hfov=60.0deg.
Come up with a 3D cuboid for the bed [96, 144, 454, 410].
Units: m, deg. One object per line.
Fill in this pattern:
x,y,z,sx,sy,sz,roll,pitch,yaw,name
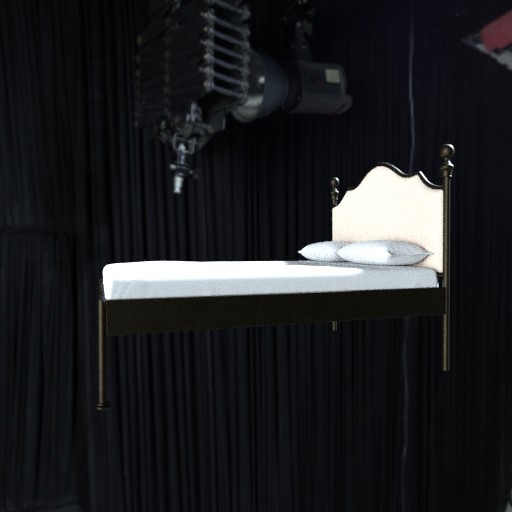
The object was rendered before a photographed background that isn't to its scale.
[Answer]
0.000,0.000,3.192,2.170,1.462,1.533,0,1,-19,bed
